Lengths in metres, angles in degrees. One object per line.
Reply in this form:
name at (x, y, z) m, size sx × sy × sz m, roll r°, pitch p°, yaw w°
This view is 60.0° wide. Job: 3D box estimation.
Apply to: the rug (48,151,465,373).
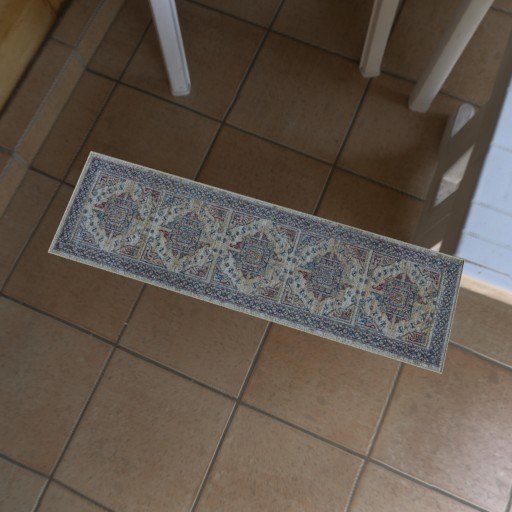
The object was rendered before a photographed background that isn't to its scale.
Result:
rug at (0.000, 0.000, 2.540) m, size 2.297 × 0.013 × 0.661 m, roll 17°, pitch 77°, yaw 4°
